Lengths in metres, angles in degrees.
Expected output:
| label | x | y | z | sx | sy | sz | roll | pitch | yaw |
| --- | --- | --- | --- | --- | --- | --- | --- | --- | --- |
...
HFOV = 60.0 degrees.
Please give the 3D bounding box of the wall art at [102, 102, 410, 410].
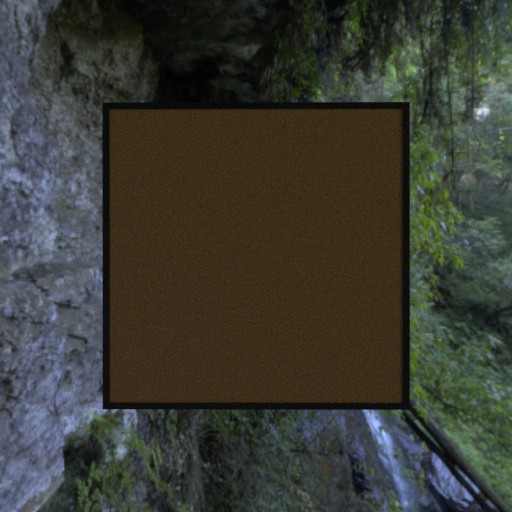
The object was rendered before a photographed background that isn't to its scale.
| label | x | y | z | sx | sy | sz | roll | pitch | yaw |
| --- | --- | --- | --- | --- | --- | --- | --- | --- | --- |
| wall art | 0.000 | 0.000 | 1.118 | 0.763 | 0.763 | 0.039 | 0 | 0 | 0 |
